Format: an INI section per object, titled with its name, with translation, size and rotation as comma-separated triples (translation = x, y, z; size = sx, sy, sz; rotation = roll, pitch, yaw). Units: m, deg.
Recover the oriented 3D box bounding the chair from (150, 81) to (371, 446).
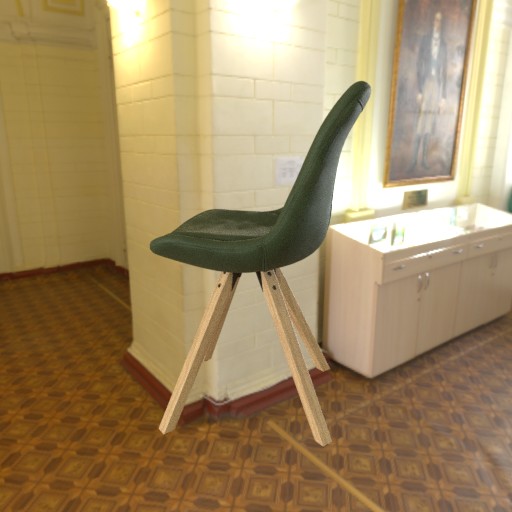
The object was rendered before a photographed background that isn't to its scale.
[chair]
translation = 0.000, 0.000, 1.221
size = 0.547, 0.865, 0.483
rotation = 2, 15, 8
